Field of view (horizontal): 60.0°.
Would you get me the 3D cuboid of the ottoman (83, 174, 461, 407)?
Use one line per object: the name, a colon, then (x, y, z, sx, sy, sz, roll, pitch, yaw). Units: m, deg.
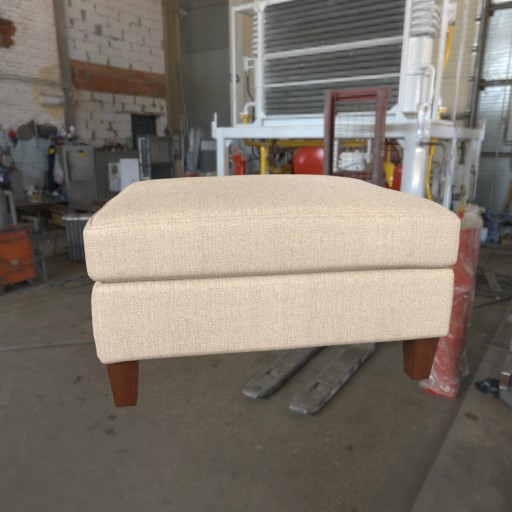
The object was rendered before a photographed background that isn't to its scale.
ottoman: (0.000, 0.000, 1.360, 0.838, 0.481, 0.838, -2, 15, -9)
